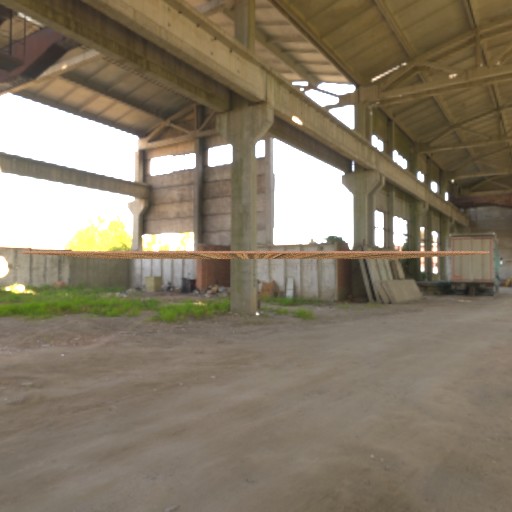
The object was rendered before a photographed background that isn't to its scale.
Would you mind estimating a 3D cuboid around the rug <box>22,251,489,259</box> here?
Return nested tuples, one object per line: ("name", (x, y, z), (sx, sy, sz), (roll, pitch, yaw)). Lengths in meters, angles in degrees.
("rug", (0.000, 0.000, 3.068), (2.438, 0.014, 1.523), (0, -1, 0))
